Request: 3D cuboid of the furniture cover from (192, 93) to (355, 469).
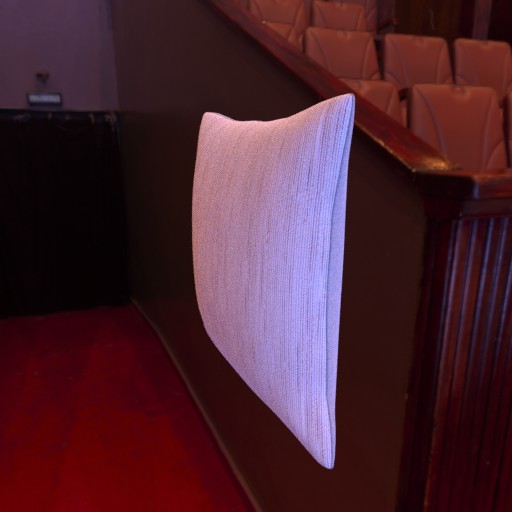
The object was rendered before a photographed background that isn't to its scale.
[{"bbox_3d":[0.000,0.000,0.785,0.178,0.506,0.512,-7,17,-25],"label":"furniture cover"}]
